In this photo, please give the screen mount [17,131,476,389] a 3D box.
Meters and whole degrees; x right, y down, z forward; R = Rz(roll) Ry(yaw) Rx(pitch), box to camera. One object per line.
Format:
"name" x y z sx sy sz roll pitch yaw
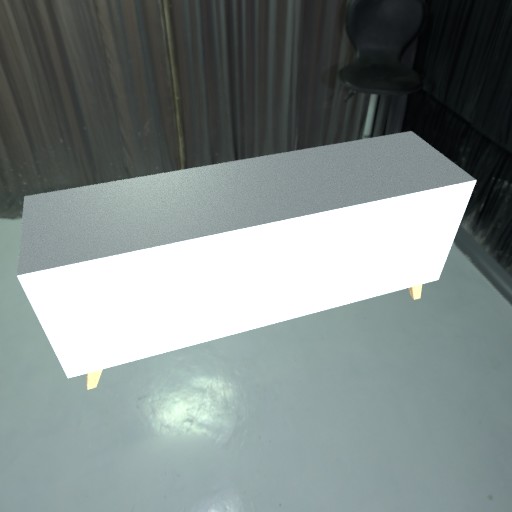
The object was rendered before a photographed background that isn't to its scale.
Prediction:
"screen mount" 0.000 0.000 1.715 1.490 0.619 0.400 -13 43 -14
